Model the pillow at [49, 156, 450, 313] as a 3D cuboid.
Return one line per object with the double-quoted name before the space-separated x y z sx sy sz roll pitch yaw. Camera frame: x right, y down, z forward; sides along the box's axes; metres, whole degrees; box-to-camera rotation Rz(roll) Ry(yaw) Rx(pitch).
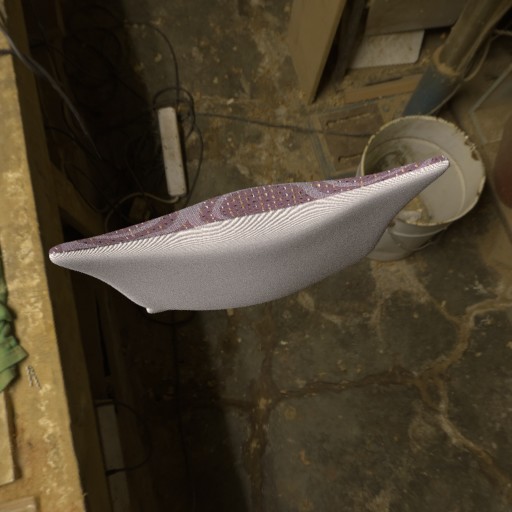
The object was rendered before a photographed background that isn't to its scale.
"pillow" 0.000 0.000 0.793 0.514 0.513 0.163 -14 76 -4
